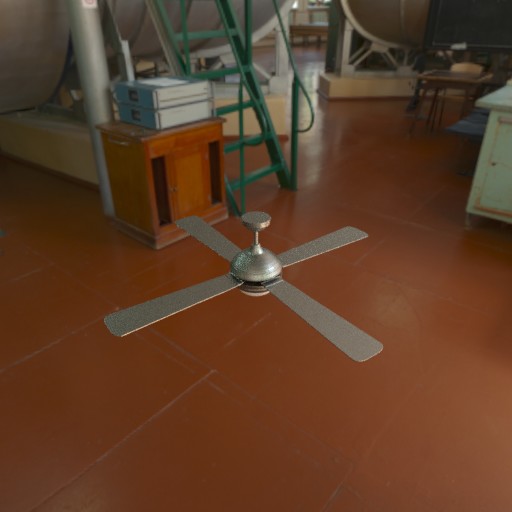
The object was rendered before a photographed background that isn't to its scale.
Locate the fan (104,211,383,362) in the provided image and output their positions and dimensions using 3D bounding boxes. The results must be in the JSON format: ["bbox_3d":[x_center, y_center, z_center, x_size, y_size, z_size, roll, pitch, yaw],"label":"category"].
[{"bbox_3d":[0.000,0.000,1.984,1.321,0.381,1.321,-8,31,-13],"label":"fan"}]
